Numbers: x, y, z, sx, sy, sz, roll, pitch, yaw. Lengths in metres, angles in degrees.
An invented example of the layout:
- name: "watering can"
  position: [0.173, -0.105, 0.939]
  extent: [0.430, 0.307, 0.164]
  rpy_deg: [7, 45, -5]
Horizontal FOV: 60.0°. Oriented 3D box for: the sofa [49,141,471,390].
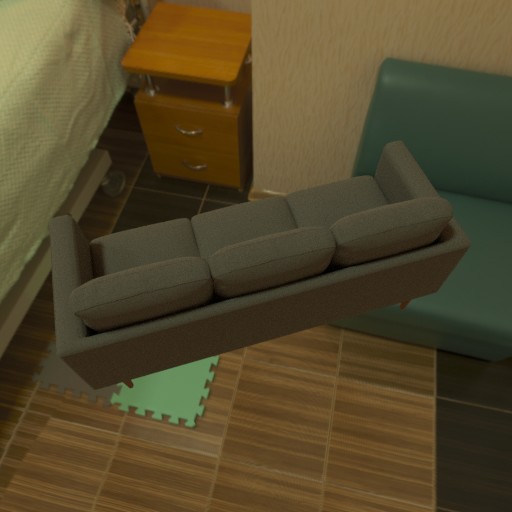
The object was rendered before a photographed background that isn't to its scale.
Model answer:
- name: "sofa"
  position: [0.000, 0.000, 2.459]
  extent: [2.029, 0.912, 0.802]
  rpy_deg: [-14, 59, -9]
